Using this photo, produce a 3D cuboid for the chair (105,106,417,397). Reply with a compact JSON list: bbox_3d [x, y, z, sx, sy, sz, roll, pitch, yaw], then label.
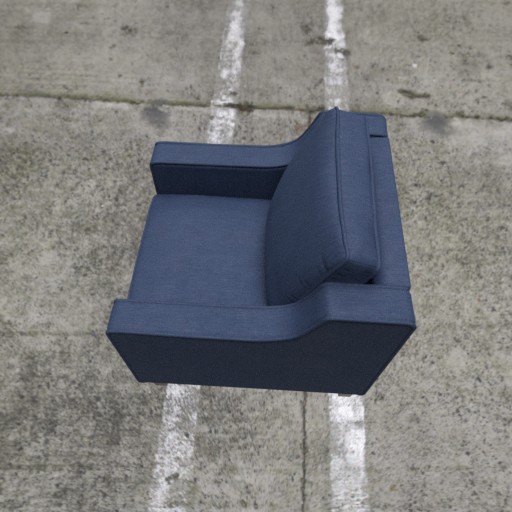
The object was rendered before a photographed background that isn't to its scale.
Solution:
[{"bbox_3d":[0.000,0.000,1.687,0.909,0.960,0.831,3,57,2],"label":"chair"}]
